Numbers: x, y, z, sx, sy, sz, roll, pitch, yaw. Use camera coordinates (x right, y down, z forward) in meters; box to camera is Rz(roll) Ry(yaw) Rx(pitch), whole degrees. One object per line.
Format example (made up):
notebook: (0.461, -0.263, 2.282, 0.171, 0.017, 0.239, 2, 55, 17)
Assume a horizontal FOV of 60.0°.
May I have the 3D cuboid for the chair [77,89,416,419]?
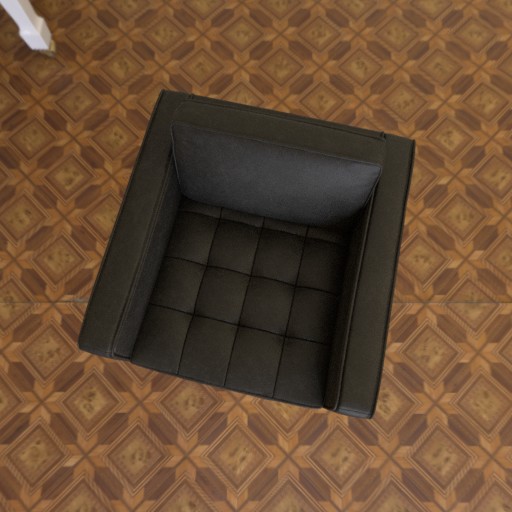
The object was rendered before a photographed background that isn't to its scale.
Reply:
chair: (0.000, 0.000, 1.545, 0.889, 0.763, 0.914, 13, 75, 3)
